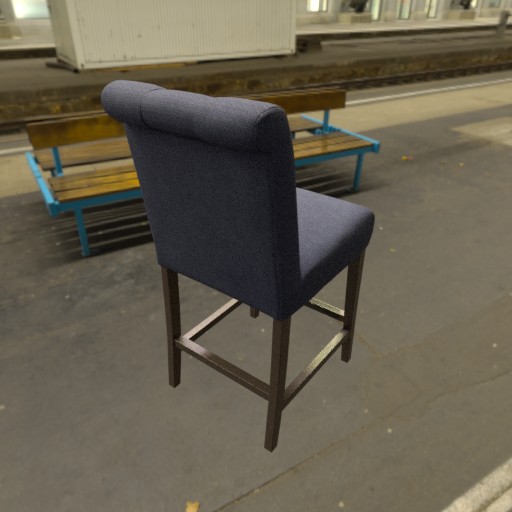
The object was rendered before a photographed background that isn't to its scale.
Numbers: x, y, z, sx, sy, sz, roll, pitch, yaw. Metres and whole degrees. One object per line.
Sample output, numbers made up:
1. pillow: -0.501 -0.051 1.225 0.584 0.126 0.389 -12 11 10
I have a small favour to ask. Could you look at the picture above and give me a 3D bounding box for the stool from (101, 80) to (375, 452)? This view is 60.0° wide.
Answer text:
1. stool: 0.000 0.000 1.321 0.493 1.010 0.601 21 37 31
